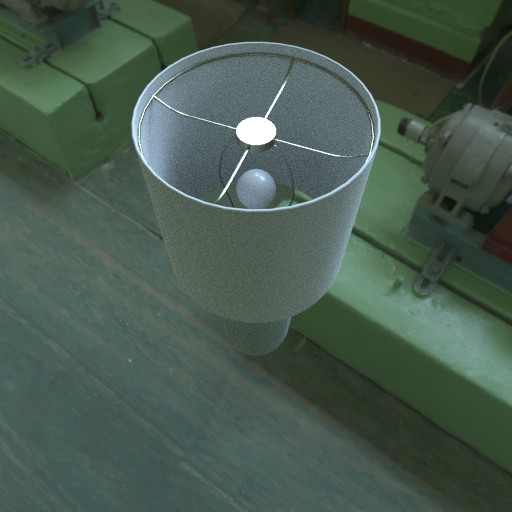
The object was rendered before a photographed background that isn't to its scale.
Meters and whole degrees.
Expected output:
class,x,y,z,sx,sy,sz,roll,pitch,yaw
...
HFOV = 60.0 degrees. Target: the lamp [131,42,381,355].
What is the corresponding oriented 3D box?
class,x,y,z,sx,sy,sz,roll,pitch,yaw
lamp,0.000,0.000,0.596,0.220,0.475,0.220,31,63,18
